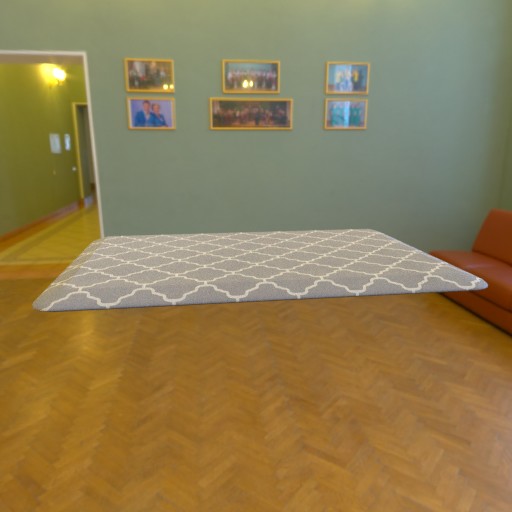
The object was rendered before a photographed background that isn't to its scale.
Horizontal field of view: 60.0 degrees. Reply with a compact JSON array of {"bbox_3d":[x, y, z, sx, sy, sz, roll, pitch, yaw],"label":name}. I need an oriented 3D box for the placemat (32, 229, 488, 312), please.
[{"bbox_3d":[0.000,0.000,0.947,0.762,0.021,0.508,-2,14,-8],"label":"placemat"}]
